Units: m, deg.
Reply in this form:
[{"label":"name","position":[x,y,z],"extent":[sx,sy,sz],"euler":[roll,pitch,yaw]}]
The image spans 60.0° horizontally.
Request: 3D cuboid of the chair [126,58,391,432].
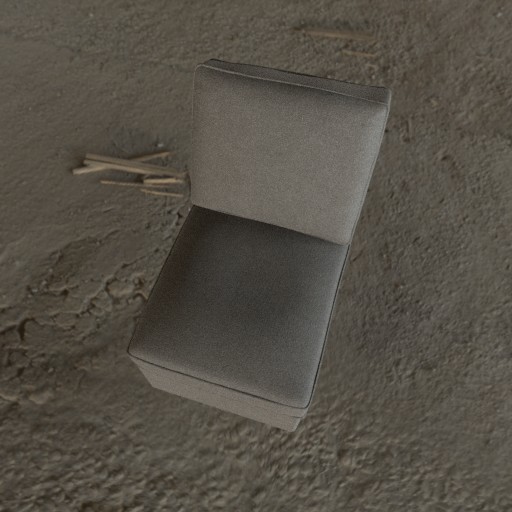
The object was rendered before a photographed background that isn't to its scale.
[{"label":"chair","position":[0.000,0.000,1.556],"extent":[0.621,0.970,0.938],"euler":[15,60,9]}]
